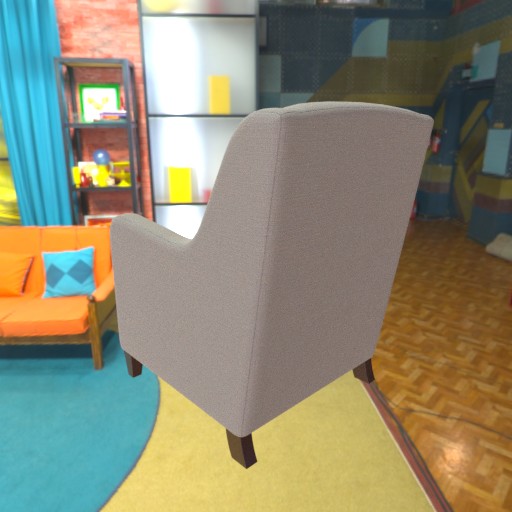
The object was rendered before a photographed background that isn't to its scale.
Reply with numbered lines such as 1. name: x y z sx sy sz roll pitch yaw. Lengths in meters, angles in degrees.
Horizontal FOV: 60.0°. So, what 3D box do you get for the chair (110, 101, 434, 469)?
1. chair: 0.000 0.000 1.590 0.715 1.017 0.896 -15 22 -42
